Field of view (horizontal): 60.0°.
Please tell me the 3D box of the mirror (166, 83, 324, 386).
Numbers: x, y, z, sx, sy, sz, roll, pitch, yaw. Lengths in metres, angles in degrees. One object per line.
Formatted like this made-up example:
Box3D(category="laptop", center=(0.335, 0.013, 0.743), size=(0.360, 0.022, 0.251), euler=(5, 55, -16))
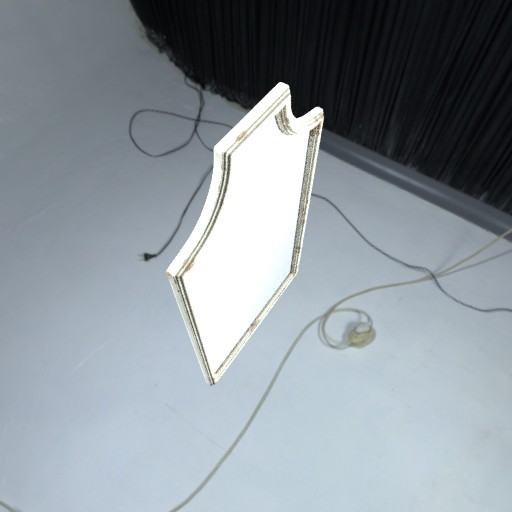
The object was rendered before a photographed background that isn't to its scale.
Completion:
Box3D(category="mirror", center=(0.000, 0.000, 0.888), size=(0.022, 0.717, 0.403), euler=(31, 64, 17))
